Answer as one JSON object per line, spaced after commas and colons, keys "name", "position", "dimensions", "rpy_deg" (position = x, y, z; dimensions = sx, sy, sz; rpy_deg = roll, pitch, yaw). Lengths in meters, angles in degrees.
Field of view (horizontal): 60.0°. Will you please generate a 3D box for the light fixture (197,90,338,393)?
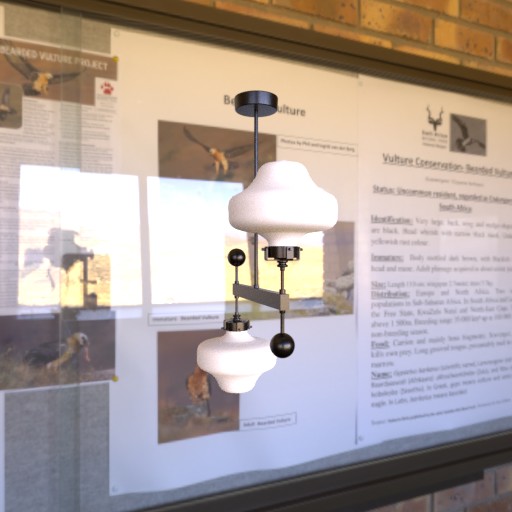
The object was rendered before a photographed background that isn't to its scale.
{"name": "light fixture", "position": [0.000, 0.000, 1.044], "dimensions": [0.489, 0.743, 0.422], "rpy_deg": [0, 0, 35]}
